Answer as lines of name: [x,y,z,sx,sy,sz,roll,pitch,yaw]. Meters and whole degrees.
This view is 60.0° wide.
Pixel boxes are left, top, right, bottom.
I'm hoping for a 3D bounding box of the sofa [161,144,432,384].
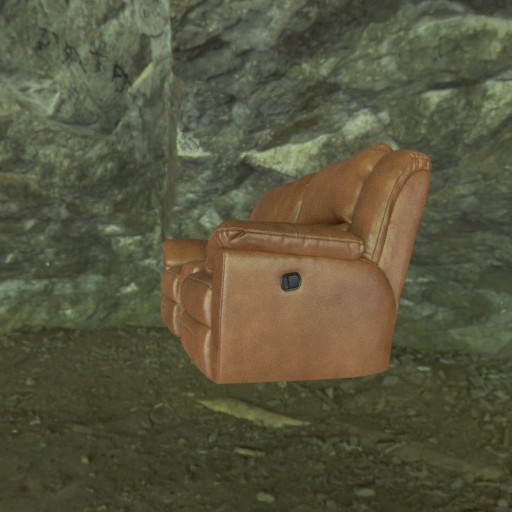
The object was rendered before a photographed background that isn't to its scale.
sofa: [0.000,0.000,2.655,0.991,1.043,2.058,0,0,-18]
